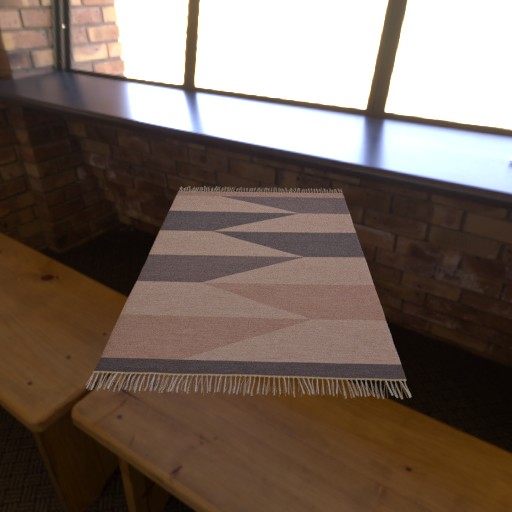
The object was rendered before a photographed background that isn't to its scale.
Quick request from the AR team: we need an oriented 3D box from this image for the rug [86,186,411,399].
[{"bbox_3d":[0.000,0.000,2.509,1.224,0.027,2.021,1,31,2],"label":"rug"}]
